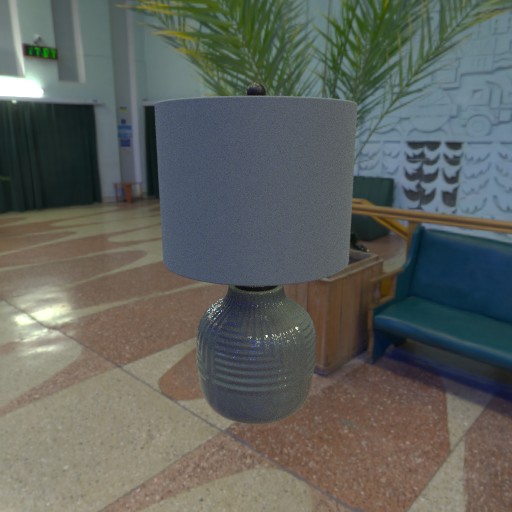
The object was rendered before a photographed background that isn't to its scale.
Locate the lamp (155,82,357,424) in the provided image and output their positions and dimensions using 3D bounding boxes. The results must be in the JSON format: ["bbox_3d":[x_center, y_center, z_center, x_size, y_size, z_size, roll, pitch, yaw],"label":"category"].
[{"bbox_3d":[0.000,0.000,0.773,0.318,0.567,0.318,0,15,0],"label":"lamp"}]
